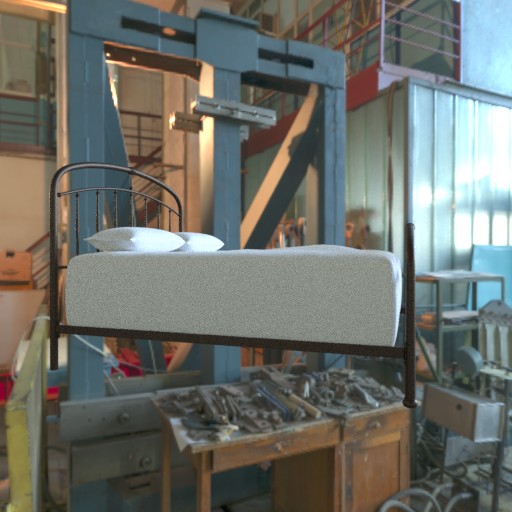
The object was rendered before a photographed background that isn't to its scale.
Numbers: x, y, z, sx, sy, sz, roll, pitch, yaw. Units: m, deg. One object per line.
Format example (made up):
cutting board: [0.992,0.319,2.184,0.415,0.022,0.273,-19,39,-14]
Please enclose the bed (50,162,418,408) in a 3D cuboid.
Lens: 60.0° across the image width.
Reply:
bed: [0.000,0.000,3.218,2.180,1.425,1.711,0,0,19]
